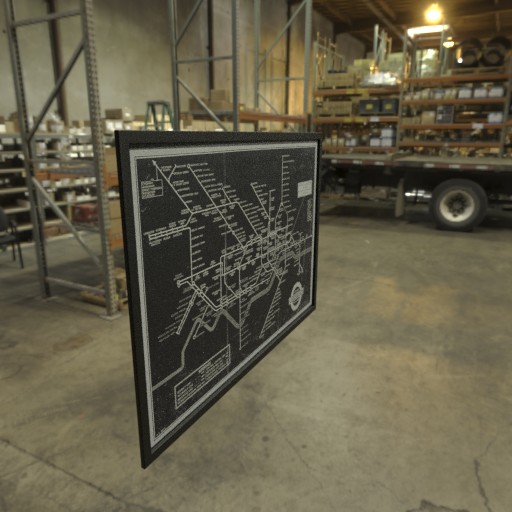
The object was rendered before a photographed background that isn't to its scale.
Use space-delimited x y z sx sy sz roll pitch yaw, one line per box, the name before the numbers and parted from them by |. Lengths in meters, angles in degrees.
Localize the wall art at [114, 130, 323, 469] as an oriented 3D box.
wall art | 0.000 0.000 1.502 0.013 0.811 1.192 8 17 27
